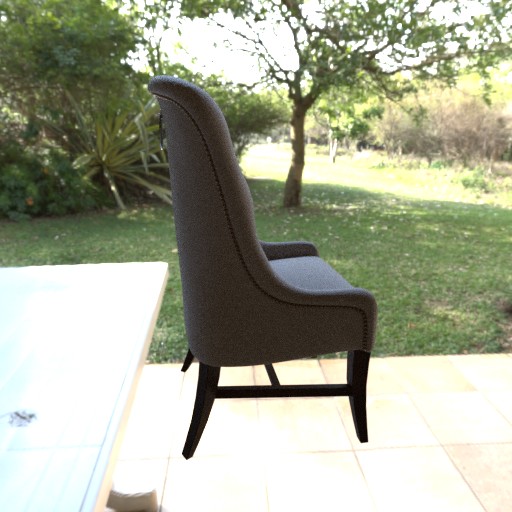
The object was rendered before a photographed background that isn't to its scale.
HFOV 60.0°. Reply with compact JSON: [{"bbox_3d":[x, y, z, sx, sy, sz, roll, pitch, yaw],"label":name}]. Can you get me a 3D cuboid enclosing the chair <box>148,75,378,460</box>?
[{"bbox_3d":[0.000,0.000,1.467,0.629,1.091,0.634,-3,16,-9],"label":"chair"}]
